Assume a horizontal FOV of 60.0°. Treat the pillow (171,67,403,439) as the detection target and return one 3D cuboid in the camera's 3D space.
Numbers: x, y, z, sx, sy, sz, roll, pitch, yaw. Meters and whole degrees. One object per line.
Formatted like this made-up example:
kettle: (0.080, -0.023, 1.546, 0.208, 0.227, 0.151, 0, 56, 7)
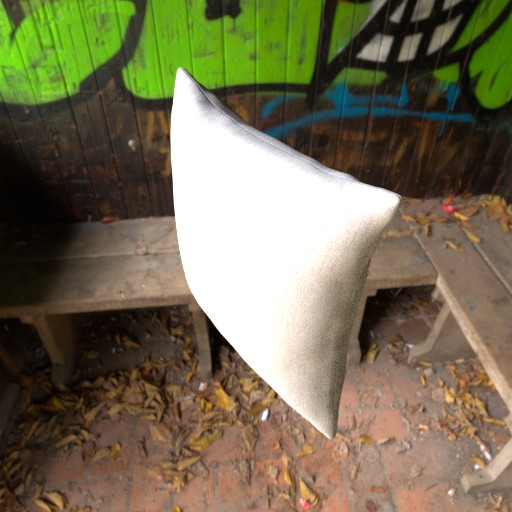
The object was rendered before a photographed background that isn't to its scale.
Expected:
pillow: (0.000, 0.000, 0.672, 0.173, 0.436, 0.433, -25, 47, -26)
